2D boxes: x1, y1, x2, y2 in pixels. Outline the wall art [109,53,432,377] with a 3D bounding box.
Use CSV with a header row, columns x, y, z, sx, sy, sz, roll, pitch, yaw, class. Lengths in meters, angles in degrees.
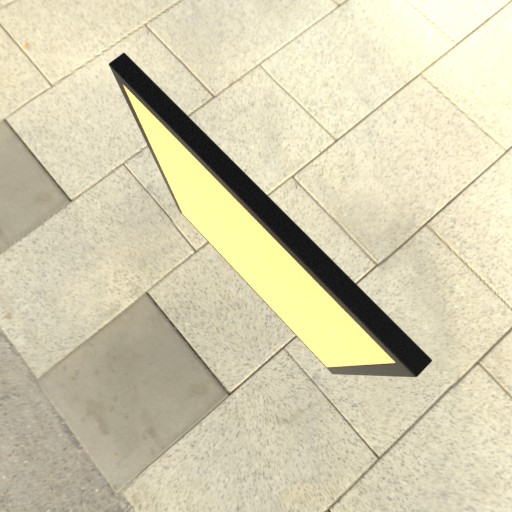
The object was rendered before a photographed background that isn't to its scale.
x,y,z,sx,sy,sz,roll,pitch,yaw,class
0.000,0.000,1.111,0.038,0.761,0.755,-42,79,-10,wall art
